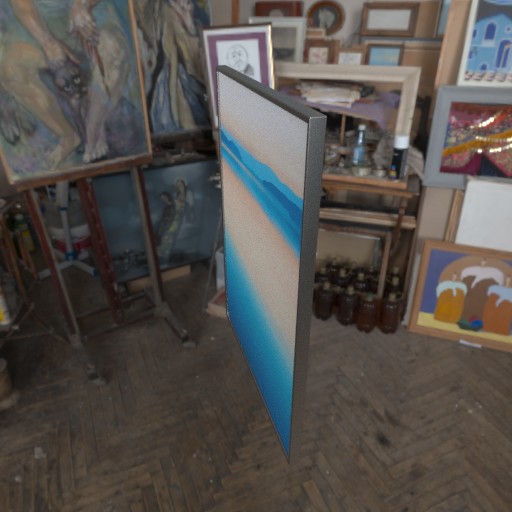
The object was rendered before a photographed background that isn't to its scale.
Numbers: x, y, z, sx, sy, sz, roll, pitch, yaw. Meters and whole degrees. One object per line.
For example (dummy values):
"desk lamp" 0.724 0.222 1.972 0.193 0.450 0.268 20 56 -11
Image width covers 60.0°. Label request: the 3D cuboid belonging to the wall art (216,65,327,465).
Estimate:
"wall art" 0.000 0.000 1.447 0.037 1.062 0.801 -9 31 -15
